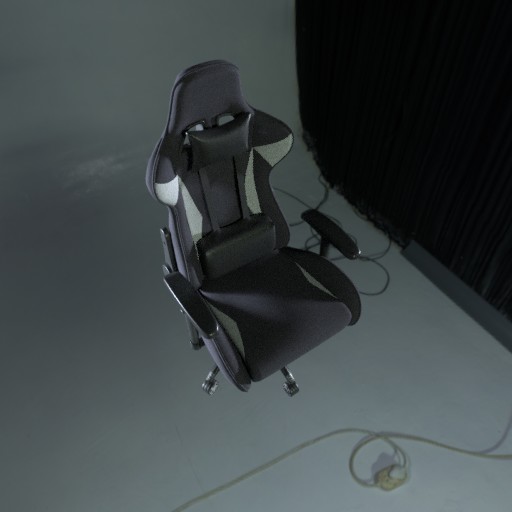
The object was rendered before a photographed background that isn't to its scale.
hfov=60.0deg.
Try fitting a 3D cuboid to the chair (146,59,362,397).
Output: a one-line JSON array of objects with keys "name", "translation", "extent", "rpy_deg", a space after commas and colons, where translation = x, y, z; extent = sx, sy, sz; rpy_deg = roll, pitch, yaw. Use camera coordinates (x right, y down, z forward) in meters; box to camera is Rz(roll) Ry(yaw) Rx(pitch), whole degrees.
[{"name": "chair", "translation": [0.000, 0.000, 1.737], "extent": [0.730, 1.300, 0.695], "rpy_deg": [-26, 51, -24]}]
